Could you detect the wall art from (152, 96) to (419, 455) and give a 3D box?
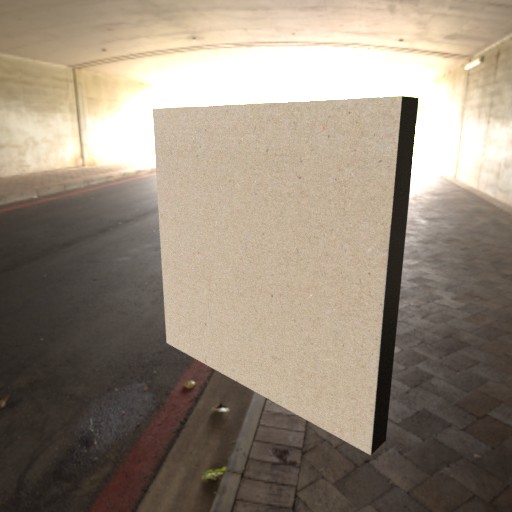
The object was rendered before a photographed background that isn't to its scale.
[{"bbox_3d":[0.000,0.000,0.491,0.327,0.318,0.029,15,22,42],"label":"wall art"}]
